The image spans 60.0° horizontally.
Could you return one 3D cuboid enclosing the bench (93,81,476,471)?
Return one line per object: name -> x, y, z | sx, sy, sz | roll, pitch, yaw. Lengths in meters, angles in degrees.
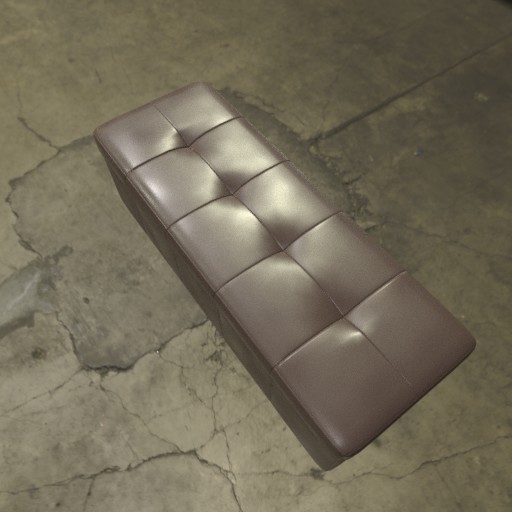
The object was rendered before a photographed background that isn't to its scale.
bench -> 0.000, 0.000, 1.396 | 0.450, 0.417, 1.219 | -32, 64, -18
